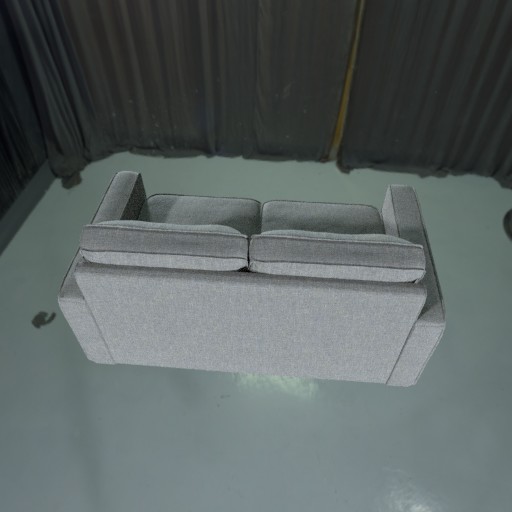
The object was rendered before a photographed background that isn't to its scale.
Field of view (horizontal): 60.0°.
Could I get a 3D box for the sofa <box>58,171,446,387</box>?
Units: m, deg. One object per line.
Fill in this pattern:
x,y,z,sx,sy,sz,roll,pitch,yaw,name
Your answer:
0.000,0.000,2.292,1.706,0.915,0.945,3,48,3,sofa
